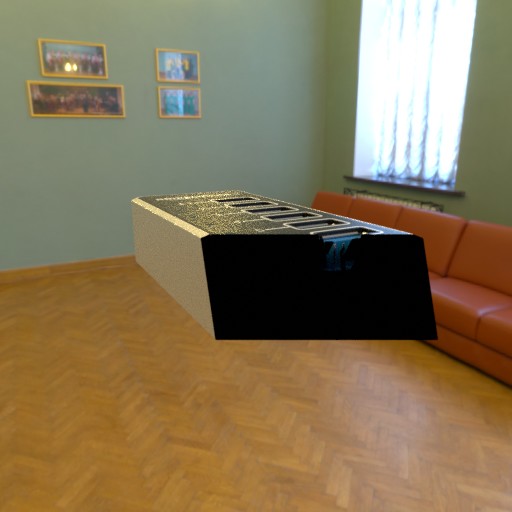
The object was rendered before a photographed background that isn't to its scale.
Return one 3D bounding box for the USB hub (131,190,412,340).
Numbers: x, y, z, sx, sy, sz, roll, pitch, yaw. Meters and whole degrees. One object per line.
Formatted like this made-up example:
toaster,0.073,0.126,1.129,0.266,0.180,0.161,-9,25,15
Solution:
USB hub,0.000,0.000,0.125,0.044,0.023,0.110,-8,18,-27
